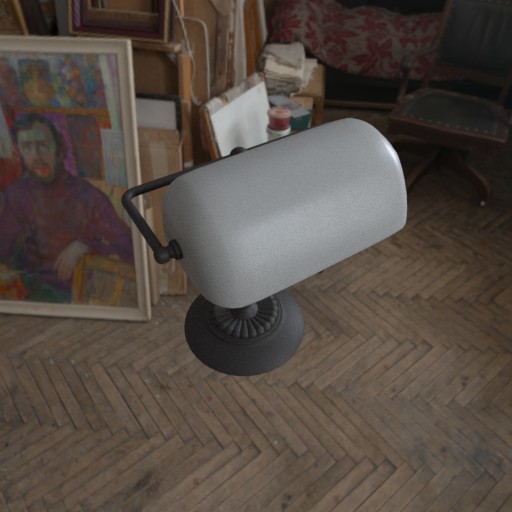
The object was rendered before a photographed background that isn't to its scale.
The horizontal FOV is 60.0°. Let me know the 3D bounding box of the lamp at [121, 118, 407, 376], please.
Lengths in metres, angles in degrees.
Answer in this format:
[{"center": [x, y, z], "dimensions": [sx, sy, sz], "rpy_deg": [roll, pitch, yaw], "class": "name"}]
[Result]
[{"center": [0.000, 0.000, 0.523], "dimensions": [0.264, 0.339, 0.243], "rpy_deg": [-24, 50, -22], "class": "lamp"}]
